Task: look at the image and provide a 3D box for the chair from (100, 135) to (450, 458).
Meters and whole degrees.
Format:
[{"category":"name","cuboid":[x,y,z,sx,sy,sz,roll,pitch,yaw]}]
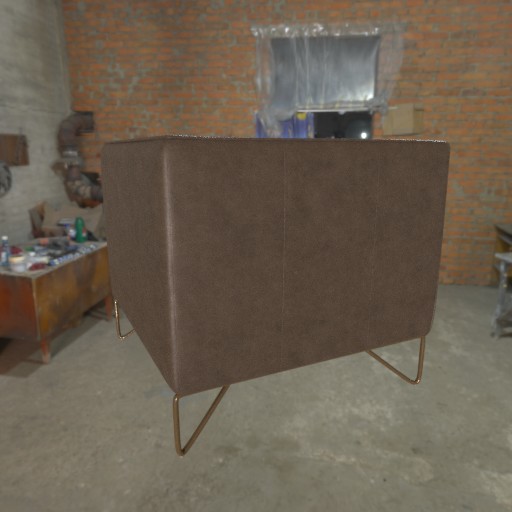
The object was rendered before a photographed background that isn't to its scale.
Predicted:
[{"category":"chair","cuboid":[0.000,0.000,1.565,0.894,0.790,0.880,-7,15,-26]}]
